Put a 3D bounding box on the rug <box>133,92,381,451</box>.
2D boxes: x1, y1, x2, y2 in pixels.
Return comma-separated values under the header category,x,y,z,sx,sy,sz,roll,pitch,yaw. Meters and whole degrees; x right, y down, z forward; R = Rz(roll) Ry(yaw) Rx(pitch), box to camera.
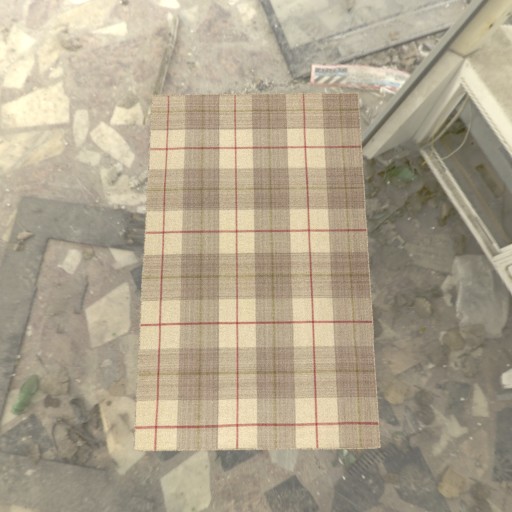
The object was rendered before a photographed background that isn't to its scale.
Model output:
category,x,y,z,sx,sy,sz,roll,pitch,yaw
rug,0.000,0.000,3.013,1.549,0.010,2.464,-1,77,0
